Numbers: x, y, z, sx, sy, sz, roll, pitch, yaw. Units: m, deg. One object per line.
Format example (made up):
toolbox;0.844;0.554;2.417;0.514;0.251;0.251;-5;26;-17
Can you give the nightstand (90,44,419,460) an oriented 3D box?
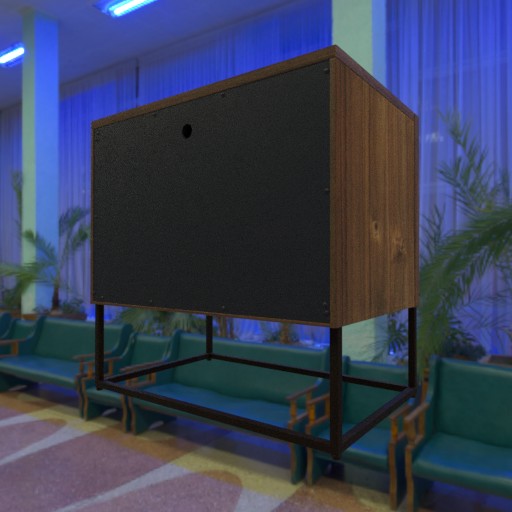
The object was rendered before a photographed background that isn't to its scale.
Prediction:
nightstand;0.000;0.000;0.996;0.610;0.610;0.437;0;-1;36
